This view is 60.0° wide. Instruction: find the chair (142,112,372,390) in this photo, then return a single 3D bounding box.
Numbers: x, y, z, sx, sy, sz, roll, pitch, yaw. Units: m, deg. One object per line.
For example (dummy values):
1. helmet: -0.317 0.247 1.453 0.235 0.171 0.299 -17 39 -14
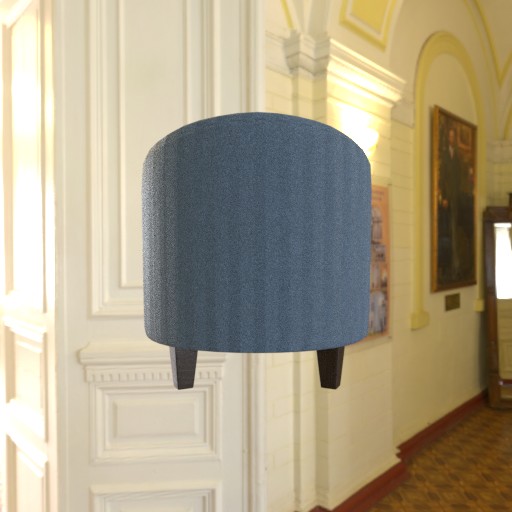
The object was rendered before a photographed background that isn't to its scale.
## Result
1. chair: 0.000 0.000 1.772 0.756 0.757 1.288 0 1 0
